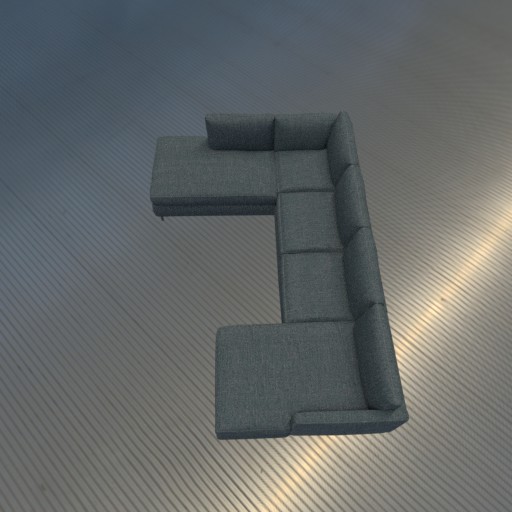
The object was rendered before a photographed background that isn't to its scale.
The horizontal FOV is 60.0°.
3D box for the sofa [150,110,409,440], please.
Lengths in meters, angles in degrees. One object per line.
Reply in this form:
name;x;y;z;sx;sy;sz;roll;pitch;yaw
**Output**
sofa;0.000;0.000;3.615;1.879;0.753;2.737;-1;59;-1
